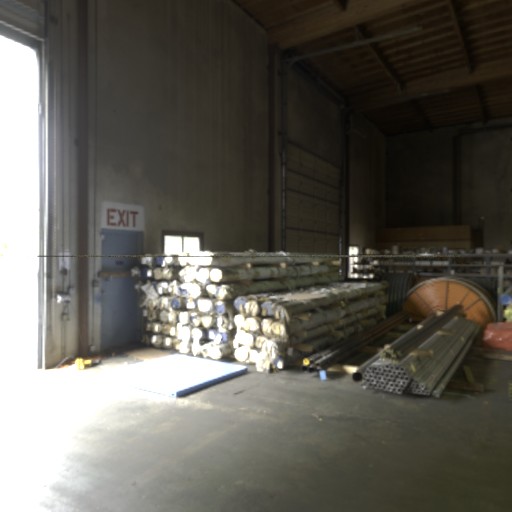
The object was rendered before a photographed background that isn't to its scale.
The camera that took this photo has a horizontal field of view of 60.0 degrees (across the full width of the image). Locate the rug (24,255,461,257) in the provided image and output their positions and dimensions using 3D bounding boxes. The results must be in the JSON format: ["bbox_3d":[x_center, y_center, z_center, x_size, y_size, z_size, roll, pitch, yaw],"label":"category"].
[{"bbox_3d":[0.000,0.000,4.152,3.221,0.011,2.379,0,0,18],"label":"rug"}]
